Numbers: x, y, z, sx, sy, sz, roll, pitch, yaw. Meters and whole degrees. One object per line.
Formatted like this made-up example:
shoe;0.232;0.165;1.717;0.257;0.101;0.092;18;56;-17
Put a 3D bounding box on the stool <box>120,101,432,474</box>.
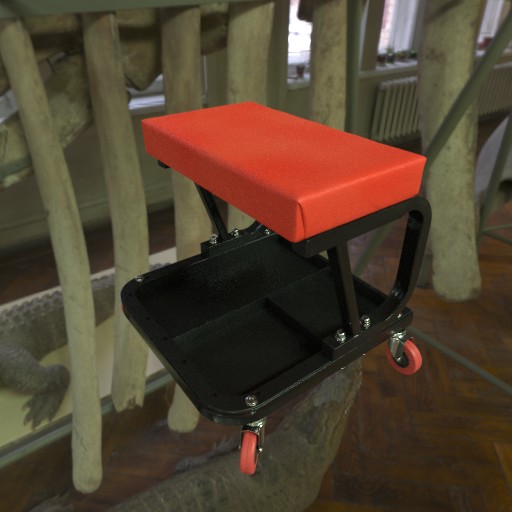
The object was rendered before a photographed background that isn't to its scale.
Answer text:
stool;0.000;0.000;0.701;0.371;0.380;0.446;-22;38;-31
